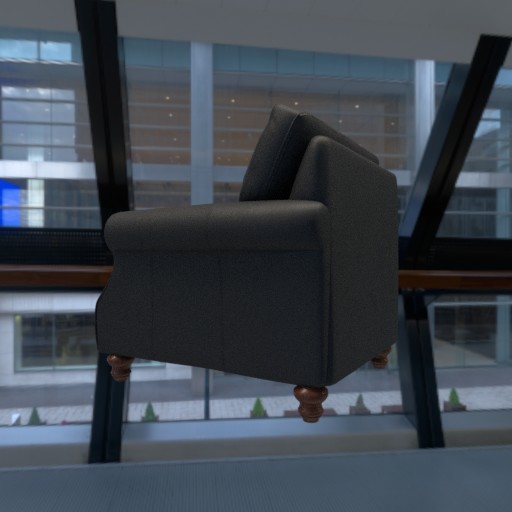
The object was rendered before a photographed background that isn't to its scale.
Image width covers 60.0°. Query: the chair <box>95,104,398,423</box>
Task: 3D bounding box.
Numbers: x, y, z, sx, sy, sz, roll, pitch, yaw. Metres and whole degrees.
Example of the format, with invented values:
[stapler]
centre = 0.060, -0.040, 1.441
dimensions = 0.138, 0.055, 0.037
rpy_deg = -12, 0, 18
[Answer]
[chair]
centre = 0.000, 0.000, 1.813
dimensions = 1.027, 0.960, 1.015
rpy_deg = 0, 0, 37
